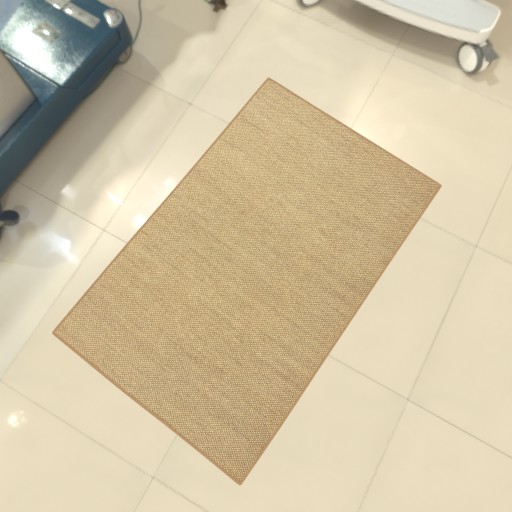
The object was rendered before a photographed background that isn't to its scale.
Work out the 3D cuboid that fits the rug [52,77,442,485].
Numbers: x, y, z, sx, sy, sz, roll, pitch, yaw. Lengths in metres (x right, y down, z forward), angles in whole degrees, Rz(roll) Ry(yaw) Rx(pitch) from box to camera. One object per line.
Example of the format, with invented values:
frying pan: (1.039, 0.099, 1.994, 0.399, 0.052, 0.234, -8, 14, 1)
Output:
rug: (0.000, 0.000, 2.084, 1.061, 0.012, 1.668, 35, 77, 9)
